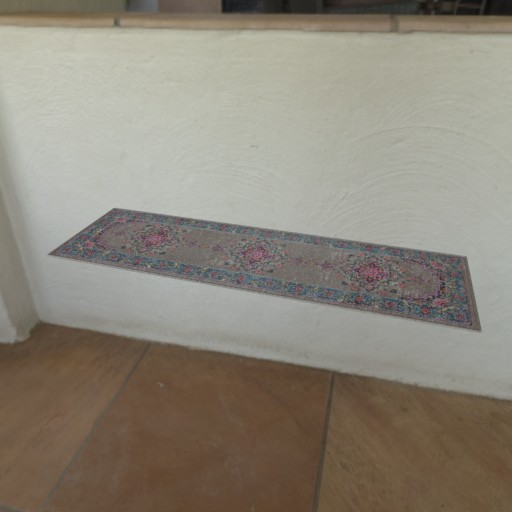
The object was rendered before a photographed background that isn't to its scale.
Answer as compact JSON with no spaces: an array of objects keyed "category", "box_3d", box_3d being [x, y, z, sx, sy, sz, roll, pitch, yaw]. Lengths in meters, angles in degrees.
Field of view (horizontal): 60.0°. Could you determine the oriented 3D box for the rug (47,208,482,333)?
[{"category":"rug","box_3d":[0.000,0.000,2.011,1.827,0.012,0.553,9,31,15]}]
